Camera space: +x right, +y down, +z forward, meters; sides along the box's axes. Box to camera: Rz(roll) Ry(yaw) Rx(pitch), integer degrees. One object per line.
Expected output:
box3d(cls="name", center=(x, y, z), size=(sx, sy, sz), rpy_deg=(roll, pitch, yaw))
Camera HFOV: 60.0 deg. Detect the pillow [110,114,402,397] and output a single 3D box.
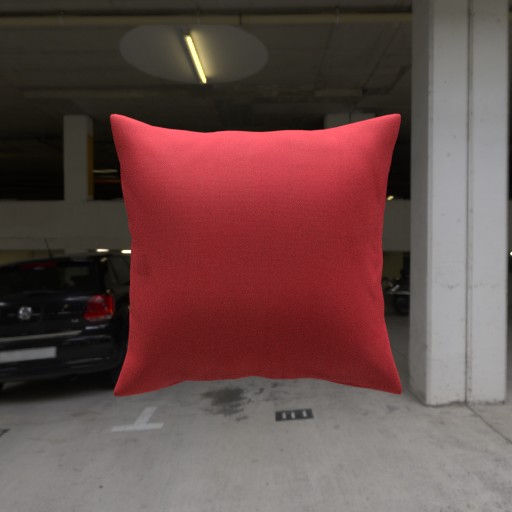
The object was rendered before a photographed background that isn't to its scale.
box3d(cls="pillow", center=(0.000, 0.000, 0.793), size=(0.522, 0.507, 0.192), rpy_deg=(0, 1, 1))
